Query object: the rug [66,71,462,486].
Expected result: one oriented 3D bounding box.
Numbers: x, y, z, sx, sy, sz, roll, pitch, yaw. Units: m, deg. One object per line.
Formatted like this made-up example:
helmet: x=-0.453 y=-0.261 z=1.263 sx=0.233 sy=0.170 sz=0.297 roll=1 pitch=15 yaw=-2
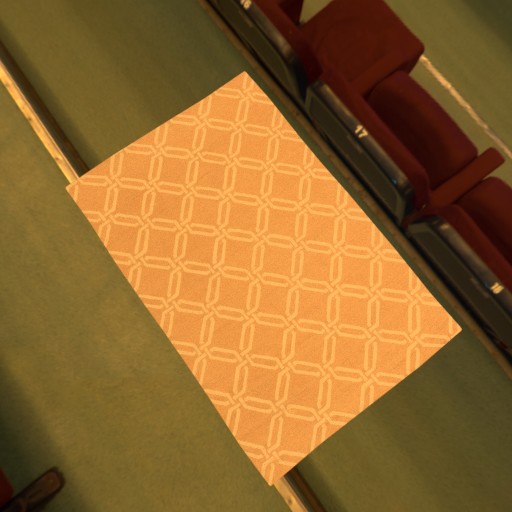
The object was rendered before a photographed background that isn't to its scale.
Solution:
rug: x=0.000 y=0.000 z=2.169 sx=1.146 sy=0.010 sz=1.745 roll=-36 pitch=79 yaw=-8
